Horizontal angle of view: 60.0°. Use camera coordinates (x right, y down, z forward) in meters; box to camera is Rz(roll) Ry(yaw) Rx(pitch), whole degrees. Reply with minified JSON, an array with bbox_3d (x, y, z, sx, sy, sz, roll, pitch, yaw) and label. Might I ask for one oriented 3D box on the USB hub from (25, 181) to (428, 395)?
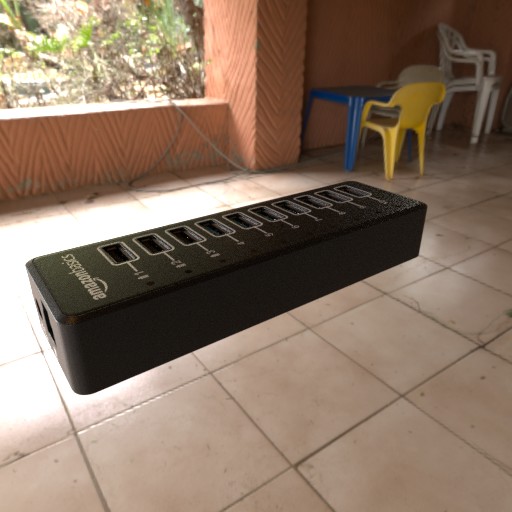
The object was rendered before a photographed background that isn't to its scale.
[{"bbox_3d":[0.000,0.000,0.162,0.145,0.023,0.044,-18,31,-32],"label":"USB hub"}]
